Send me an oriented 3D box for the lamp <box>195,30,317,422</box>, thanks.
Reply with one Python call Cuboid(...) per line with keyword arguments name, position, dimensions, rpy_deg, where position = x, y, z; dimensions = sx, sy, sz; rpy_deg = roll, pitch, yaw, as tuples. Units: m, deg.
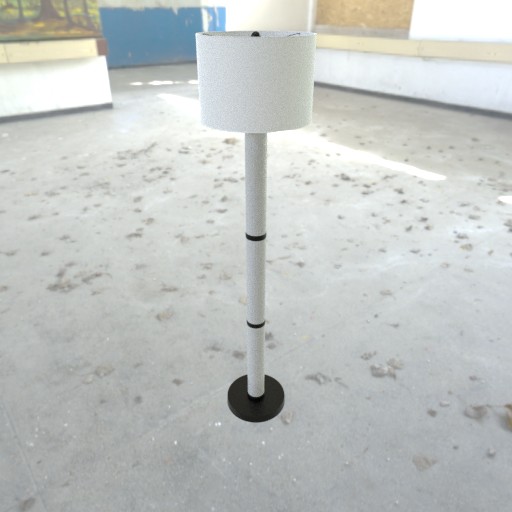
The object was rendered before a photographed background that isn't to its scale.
Cuboid(name="lamp", position=(0.000, 0.000, 1.766), dimensions=(0.377, 1.599, 0.377), rpy_deg=(-21, 36, -33))
